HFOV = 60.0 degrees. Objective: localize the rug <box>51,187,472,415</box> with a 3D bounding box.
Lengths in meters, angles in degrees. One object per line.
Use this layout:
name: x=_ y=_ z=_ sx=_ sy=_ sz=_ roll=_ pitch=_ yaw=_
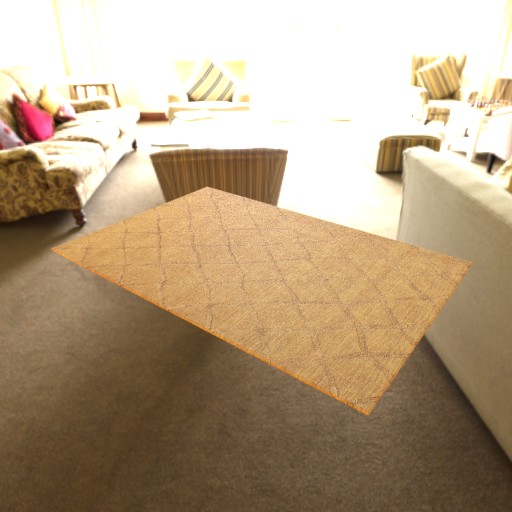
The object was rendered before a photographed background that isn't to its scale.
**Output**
rug: x=0.000 y=0.000 z=2.893 sx=2.292 sy=0.014 sz=1.528 roll=20 pitch=35 yaw=32
